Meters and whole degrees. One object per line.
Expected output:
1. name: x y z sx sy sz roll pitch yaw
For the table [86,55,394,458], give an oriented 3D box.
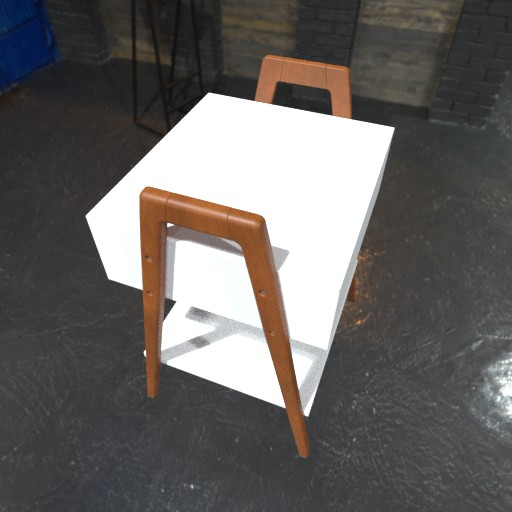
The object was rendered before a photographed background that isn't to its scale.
1. table: 0.000 0.000 0.889 0.405 0.610 0.457 16 48 15
